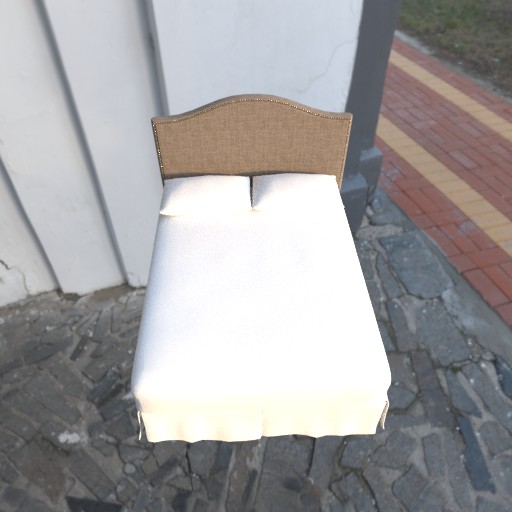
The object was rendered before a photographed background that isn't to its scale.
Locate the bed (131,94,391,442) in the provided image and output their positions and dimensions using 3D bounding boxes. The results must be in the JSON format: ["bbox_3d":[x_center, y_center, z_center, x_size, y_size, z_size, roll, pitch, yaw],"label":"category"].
[{"bbox_3d":[0.000,0.000,3.291,1.713,1.518,2.153,-2,45,-2],"label":"bed"}]
